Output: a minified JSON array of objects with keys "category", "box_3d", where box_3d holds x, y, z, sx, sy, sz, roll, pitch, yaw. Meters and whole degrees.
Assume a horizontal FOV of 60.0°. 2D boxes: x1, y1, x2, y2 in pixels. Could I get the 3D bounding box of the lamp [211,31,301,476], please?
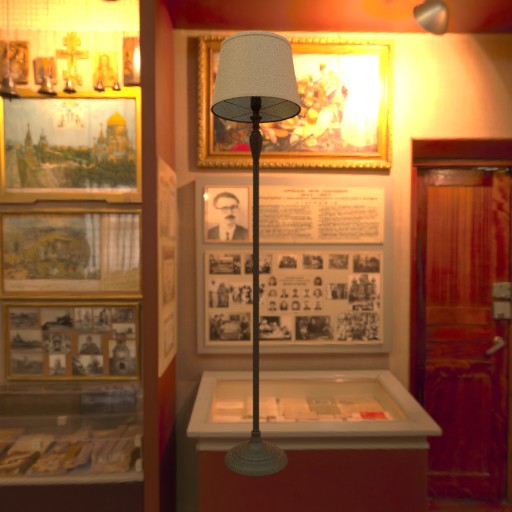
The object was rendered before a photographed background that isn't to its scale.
[{"category":"lamp","box_3d":[0.000,0.000,1.620,0.327,1.506,0.327,0,1,1]}]
